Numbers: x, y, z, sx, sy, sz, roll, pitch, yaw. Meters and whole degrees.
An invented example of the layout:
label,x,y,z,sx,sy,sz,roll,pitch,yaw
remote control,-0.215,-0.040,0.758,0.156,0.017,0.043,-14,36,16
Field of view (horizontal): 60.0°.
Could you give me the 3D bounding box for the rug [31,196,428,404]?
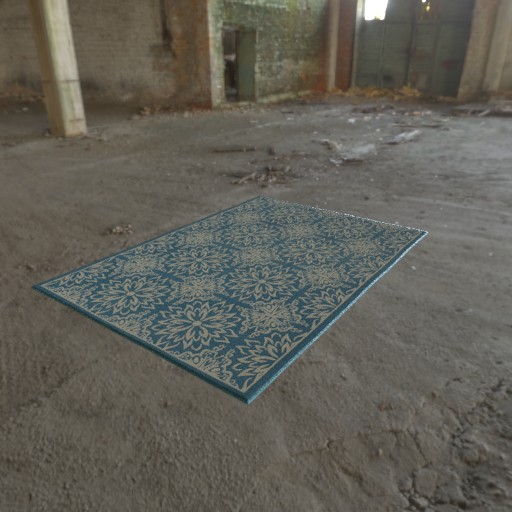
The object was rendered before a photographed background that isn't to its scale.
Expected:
label,x,y,z,sx,sy,sz,roll,pitch,yaw
rug,0.000,0.000,2.898,1.554,0.012,2.205,17,30,33
